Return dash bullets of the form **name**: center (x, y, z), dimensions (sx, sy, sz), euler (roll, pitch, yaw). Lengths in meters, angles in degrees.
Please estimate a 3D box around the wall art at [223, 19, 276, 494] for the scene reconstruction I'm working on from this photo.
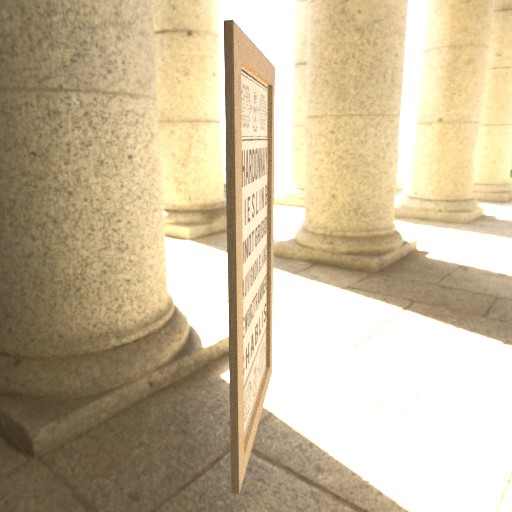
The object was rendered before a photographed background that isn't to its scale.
- **wall art**: center (0.000, 0.000, 0.797), dimensions (0.013, 0.683, 0.381), euler (3, 15, 10)
